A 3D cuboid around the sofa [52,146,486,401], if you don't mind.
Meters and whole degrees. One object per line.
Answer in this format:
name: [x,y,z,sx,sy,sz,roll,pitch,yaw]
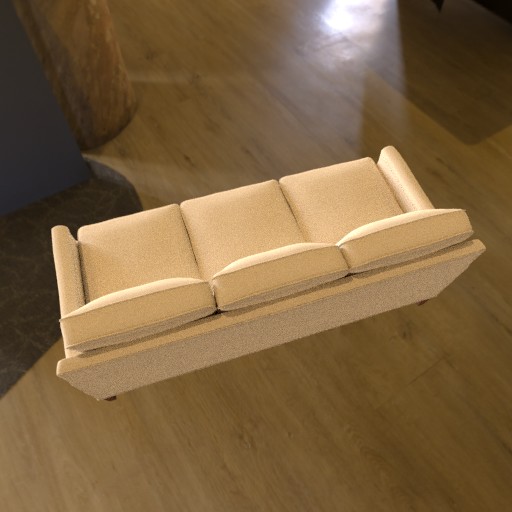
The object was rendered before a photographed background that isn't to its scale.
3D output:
sofa: [0.000,0.000,2.662,2.246,1.003,1.084,-15,60,-9]
